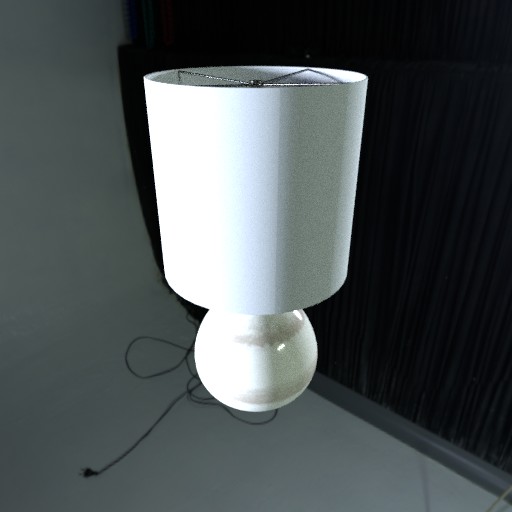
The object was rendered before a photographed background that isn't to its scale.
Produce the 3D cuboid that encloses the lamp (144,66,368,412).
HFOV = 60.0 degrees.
[{"bbox_3d":[0.000,0.000,0.531,0.217,0.404,0.217,18,32,31],"label":"lamp"}]
